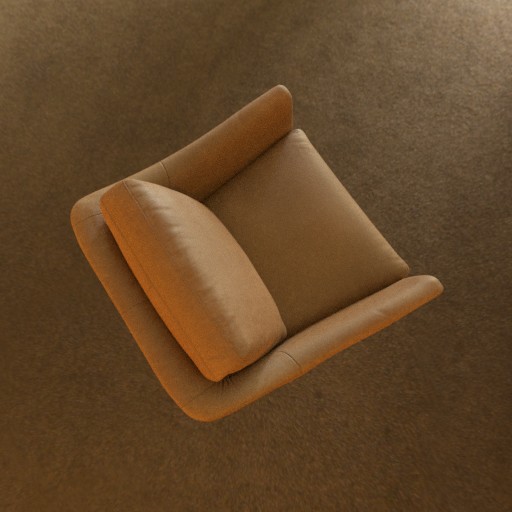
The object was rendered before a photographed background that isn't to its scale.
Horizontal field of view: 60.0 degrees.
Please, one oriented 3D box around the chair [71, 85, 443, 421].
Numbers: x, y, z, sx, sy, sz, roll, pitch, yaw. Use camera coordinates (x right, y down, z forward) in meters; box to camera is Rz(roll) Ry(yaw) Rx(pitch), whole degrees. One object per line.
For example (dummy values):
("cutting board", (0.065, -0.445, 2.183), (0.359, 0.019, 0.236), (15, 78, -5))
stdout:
("chair", (0.000, 0.000, 1.693), (0.963, 0.895, 0.988), (-33, 78, -8))
